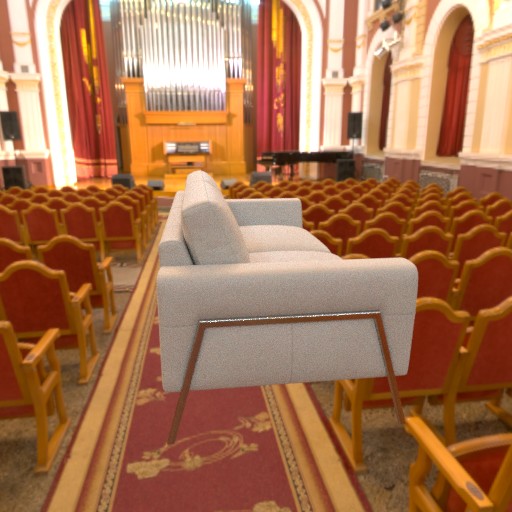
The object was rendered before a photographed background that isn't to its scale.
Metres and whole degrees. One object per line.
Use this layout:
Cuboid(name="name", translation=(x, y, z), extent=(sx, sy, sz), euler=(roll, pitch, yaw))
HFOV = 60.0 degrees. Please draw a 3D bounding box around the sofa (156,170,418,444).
Cuboid(name="sofa", translation=(0.000, 0.000, 2.541), extent=(0.953, 0.875, 2.017), euler=(-2, 15, -8))
